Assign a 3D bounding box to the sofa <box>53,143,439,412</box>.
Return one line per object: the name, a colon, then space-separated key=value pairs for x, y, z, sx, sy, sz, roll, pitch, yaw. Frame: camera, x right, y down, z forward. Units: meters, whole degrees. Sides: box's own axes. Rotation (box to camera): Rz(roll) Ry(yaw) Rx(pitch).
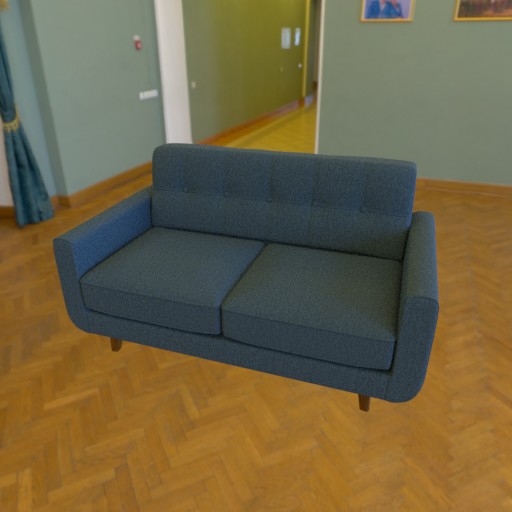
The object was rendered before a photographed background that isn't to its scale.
sofa: x=0.000 y=0.000 z=2.211 sx=1.651 sy=0.896 sz=0.942 roll=9 pitch=27 yaw=17
